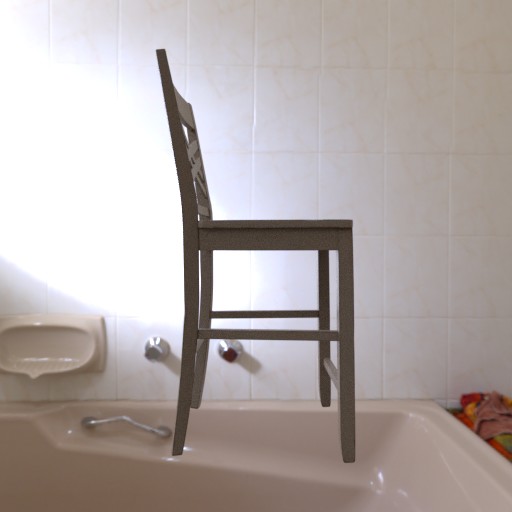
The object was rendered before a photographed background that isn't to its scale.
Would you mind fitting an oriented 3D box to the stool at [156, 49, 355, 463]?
[{"bbox_3d":[0.000,0.000,1.376,0.539,1.079,0.462,0,1,0],"label":"stool"}]
